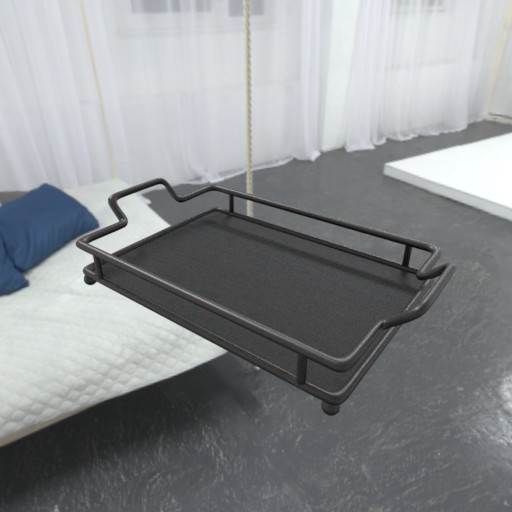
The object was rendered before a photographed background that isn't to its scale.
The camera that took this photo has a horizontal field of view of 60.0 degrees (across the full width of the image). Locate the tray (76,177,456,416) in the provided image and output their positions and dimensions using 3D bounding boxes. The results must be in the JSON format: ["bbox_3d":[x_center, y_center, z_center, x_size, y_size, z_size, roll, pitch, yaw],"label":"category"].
[{"bbox_3d":[0.000,0.000,0.619,0.495,0.101,0.297,20,35,32],"label":"tray"}]
